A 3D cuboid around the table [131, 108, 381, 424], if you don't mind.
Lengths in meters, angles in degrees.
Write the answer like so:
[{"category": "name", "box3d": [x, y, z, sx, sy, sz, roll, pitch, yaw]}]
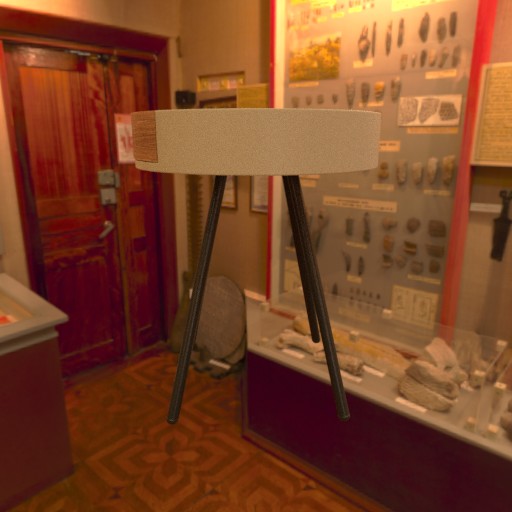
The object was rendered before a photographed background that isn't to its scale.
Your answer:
[{"category": "table", "box3d": [0.000, 0.000, 0.864, 0.450, 0.525, 0.450, 0, 15, 0]}]
